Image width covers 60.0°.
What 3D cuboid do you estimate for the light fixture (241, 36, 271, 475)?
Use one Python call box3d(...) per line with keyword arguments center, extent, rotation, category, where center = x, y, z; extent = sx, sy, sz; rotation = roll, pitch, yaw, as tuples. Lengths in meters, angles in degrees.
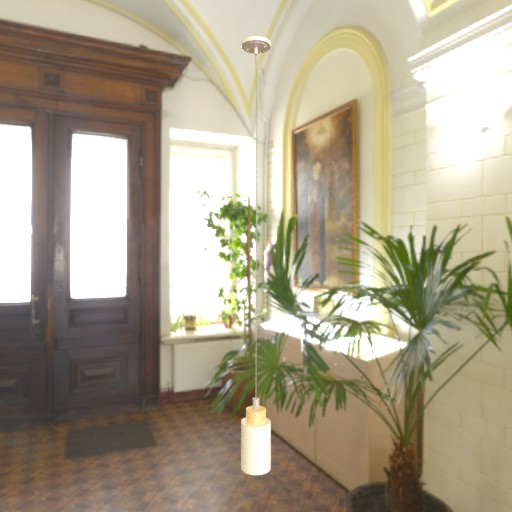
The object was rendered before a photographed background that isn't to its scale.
box3d(center=(0.000, 0.000, 1.877), extent=(0.125, 1.798, 0.125), rotation=(0, 0, 20), category="light fixture")
